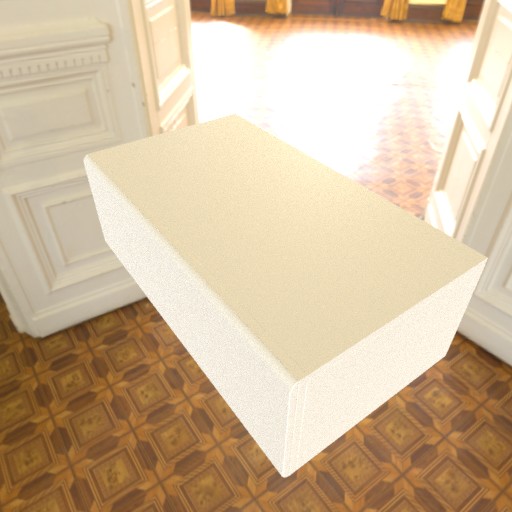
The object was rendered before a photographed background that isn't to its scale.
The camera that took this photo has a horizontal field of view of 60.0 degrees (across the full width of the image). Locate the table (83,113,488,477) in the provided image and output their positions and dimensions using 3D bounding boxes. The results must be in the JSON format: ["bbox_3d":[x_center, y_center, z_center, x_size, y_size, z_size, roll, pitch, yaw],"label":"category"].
[{"bbox_3d":[0.000,0.000,1.418,0.639,0.442,1.097,-25,46,-27],"label":"table"}]
